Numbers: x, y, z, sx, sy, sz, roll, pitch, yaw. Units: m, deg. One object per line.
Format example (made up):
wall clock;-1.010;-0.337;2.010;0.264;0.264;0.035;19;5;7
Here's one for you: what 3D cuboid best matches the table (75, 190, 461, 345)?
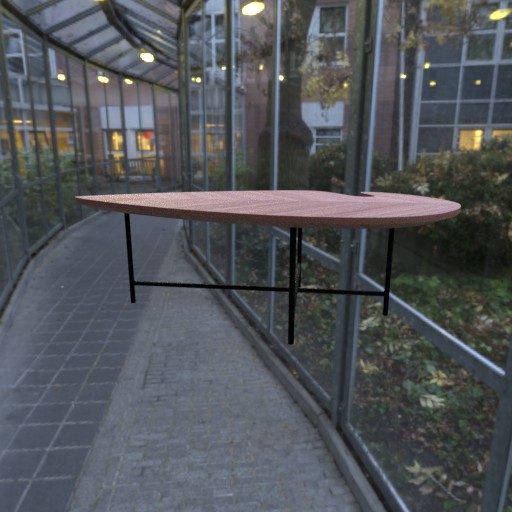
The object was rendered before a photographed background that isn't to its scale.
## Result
table;0.000;0.000;1.424;1.199;0.360;0.598;2;15;8
